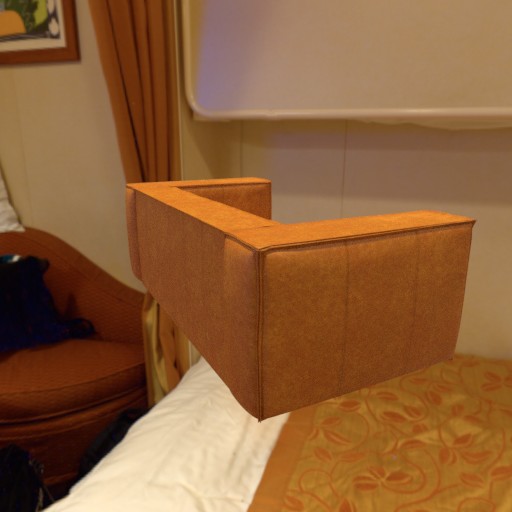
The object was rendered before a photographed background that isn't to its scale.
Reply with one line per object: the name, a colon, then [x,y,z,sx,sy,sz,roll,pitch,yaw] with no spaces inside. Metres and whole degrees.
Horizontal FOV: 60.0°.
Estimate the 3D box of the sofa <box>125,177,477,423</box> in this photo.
sofa: [0.000,0.000,2.587,1.102,0.703,2.088,-8,17,-26]
